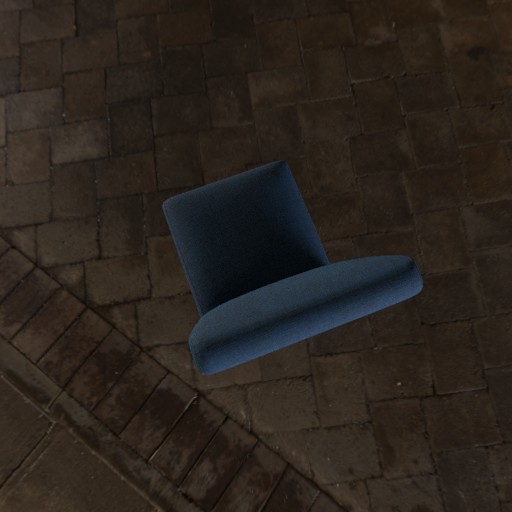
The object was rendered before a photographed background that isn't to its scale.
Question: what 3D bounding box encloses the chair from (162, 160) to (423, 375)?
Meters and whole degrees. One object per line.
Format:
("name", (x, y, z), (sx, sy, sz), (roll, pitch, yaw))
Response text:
("chair", (0.000, 0.000, 1.338), (0.450, 1.029, 0.610), (-20, 75, -6))
